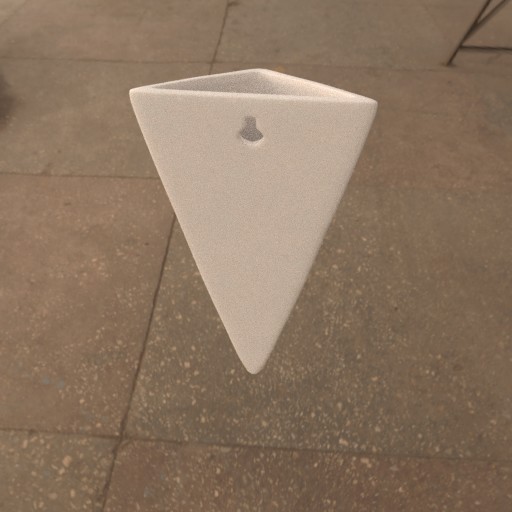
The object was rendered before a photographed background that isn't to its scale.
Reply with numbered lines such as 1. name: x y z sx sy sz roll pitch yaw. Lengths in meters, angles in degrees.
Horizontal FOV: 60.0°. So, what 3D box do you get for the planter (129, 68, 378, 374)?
1. planter: 0.000 0.000 0.396 0.143 0.338 0.065 4 48 4
